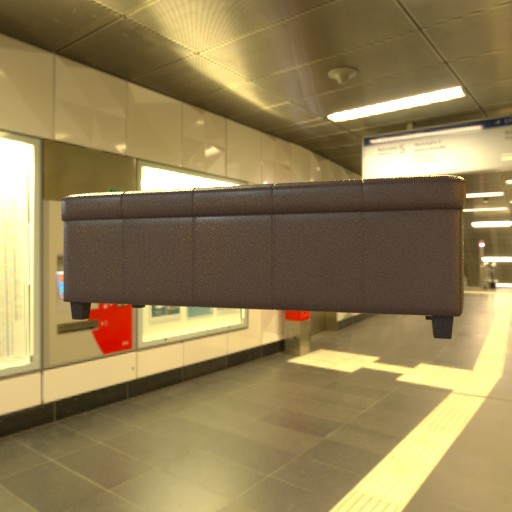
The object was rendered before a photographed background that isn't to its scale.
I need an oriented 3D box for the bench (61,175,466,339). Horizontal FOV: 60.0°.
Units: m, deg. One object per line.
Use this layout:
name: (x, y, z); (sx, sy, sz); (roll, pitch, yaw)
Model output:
bench: (0.000, 0.000, 1.460); (1.219, 0.417, 0.450); (0, 0, 18)
